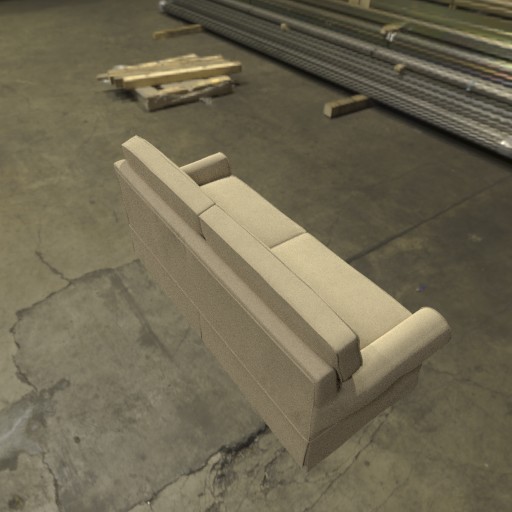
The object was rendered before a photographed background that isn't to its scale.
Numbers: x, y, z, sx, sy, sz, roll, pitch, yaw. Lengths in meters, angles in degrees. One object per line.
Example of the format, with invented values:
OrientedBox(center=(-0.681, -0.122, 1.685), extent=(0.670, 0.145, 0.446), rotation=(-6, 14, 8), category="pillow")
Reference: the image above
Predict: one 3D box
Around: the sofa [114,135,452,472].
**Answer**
OrientedBox(center=(0.000, 0.000, 2.772), extent=(0.900, 1.014, 2.246), rotation=(-25, 47, -26), category="sofa")
